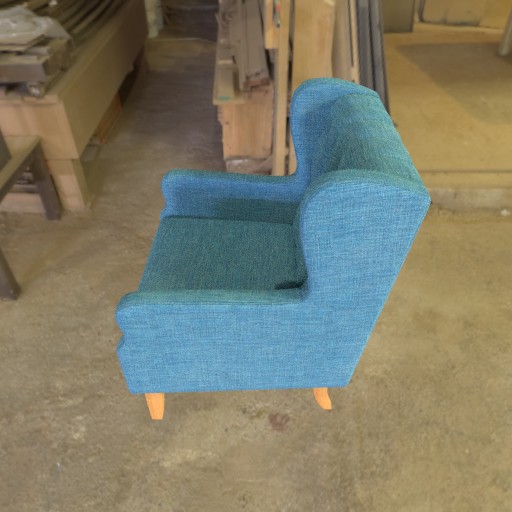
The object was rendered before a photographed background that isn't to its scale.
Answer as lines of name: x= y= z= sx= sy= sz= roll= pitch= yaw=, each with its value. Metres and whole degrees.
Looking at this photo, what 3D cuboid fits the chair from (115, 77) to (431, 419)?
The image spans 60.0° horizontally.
chair: x=0.000 y=0.000 z=1.465 sx=0.775 sy=0.952 sz=0.711 roll=1 pitch=40 yaw=1
